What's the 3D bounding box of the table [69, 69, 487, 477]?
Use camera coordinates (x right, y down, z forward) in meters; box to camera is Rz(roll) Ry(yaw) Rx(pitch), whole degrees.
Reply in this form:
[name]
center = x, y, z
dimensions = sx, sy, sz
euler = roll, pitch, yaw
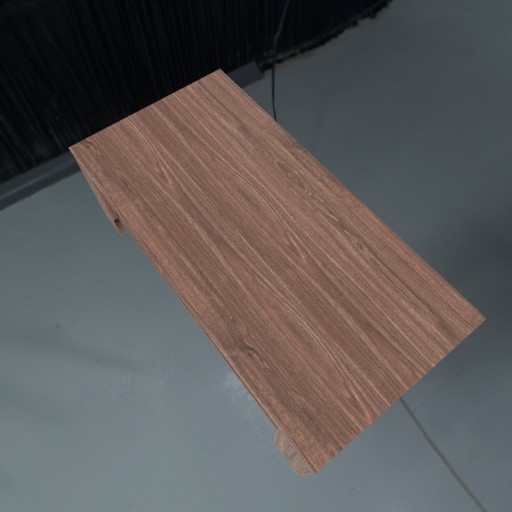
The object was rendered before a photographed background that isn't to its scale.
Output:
[table]
center = 0.000, 0.000, 1.474
dimensions = 0.600, 0.400, 1.200
euler = -35, 68, -17
